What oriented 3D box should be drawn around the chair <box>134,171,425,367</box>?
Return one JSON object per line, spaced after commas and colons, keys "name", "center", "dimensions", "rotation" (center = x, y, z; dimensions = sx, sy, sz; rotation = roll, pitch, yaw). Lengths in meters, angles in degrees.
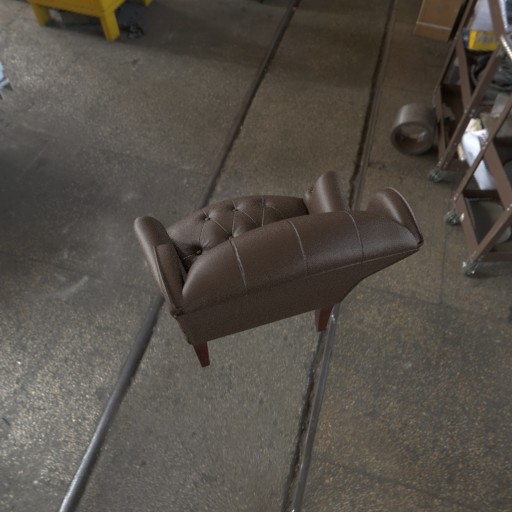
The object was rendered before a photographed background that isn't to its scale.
{"name": "chair", "center": [0.000, 0.000, 1.693], "dimensions": [0.829, 1.132, 0.819], "rotation": [-15, 58, -10]}
